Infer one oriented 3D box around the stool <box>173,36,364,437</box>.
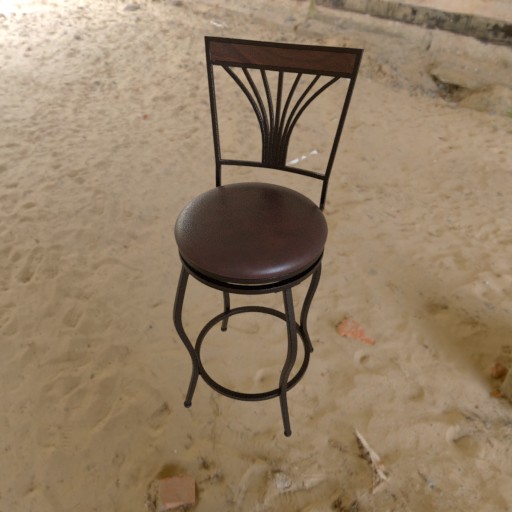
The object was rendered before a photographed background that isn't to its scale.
[{"bbox_3d":[0.000,0.000,1.362,0.433,1.117,0.514,11,41,13],"label":"stool"}]
